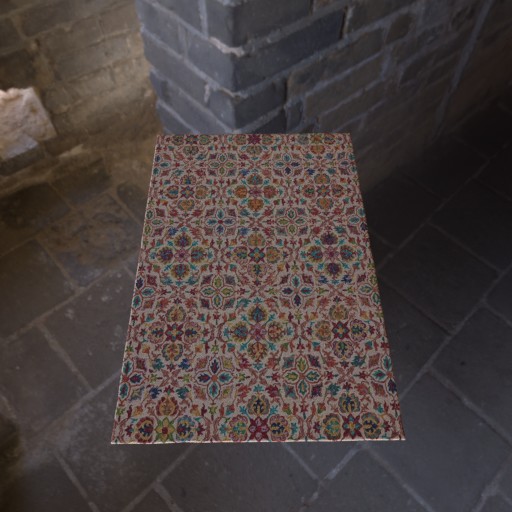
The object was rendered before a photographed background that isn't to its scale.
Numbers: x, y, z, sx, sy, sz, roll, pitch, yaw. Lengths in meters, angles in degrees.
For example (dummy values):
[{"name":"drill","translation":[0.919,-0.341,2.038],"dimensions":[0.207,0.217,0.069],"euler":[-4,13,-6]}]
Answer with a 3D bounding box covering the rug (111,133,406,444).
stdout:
[{"name":"rug","translation":[0.000,0.000,2.924],"dimensions":[1.541,0.018,2.297],"euler":[-1,58,0]}]
